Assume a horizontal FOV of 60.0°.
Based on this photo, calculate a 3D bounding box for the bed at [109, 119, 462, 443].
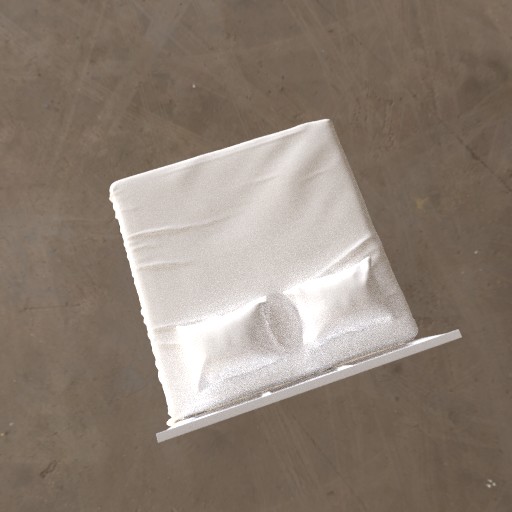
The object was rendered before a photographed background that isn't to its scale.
[{"bbox_3d":[0.000,0.000,3.605,2.317,1.273,2.215,-18,76,-4],"label":"bed"}]
